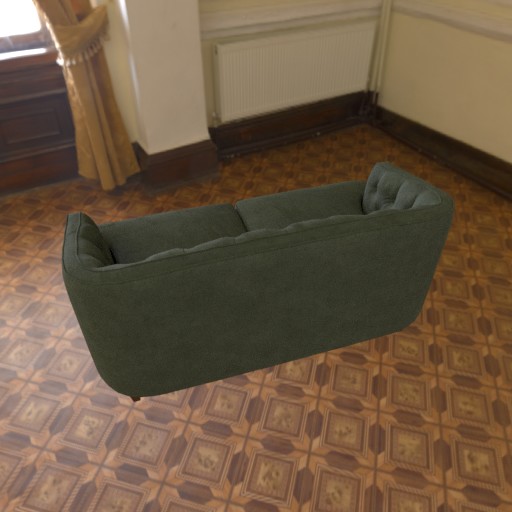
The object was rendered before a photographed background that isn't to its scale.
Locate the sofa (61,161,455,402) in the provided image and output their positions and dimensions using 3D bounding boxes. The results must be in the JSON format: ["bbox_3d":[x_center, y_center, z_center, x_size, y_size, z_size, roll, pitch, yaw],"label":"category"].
[{"bbox_3d":[0.000,0.000,2.264,1.733,0.855,0.941,-12,41,-13],"label":"sofa"}]
